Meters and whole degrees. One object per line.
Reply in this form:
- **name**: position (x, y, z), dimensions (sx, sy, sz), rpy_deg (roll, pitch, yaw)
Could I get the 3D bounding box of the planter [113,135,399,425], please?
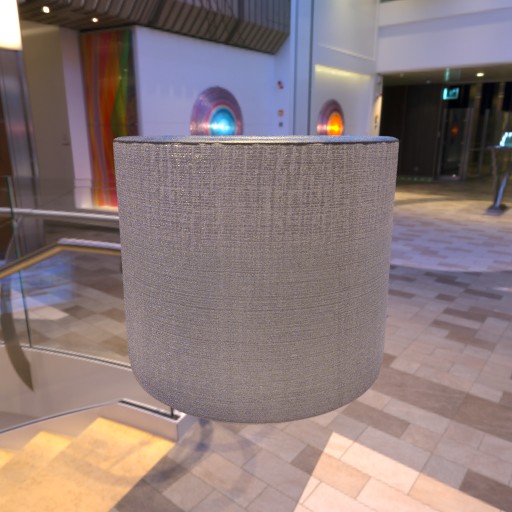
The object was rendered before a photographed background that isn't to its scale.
- **planter**: position (0.000, 0.000, 0.214), dimensions (0.125, 0.112, 0.125), rpy_deg (0, 16, 0)
